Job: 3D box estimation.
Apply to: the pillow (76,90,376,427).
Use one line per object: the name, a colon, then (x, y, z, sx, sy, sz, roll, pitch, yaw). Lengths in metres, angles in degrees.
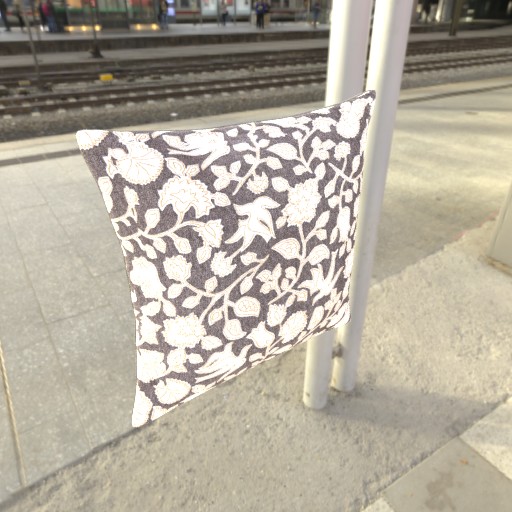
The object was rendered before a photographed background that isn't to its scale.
pillow: (0.000, 0.000, 0.778, 0.526, 0.507, 0.166, -19, 34, -30)
